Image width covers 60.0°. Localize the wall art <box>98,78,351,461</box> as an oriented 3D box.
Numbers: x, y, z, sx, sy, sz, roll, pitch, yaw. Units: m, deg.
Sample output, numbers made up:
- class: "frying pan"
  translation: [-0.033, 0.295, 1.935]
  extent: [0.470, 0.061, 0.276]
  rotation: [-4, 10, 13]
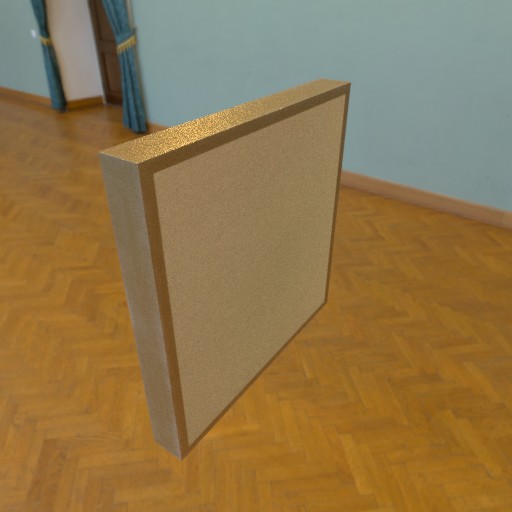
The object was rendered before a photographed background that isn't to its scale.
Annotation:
- class: "wall art"
  translation: [0.000, 0.000, 0.468]
  extent: [0.038, 0.305, 0.306]
  rotation: [21, 38, 29]
